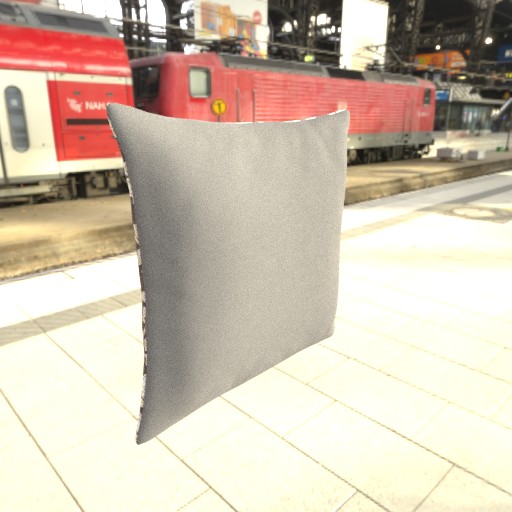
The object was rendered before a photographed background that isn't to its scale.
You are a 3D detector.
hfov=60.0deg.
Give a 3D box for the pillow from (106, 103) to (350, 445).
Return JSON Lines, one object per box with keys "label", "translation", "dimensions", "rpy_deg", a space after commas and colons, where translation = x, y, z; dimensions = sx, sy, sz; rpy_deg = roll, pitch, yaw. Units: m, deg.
{"label": "pillow", "translation": [0.000, 0.000, 0.794], "dimensions": [0.166, 0.507, 0.526], "rpy_deg": [16, 23, 42]}
